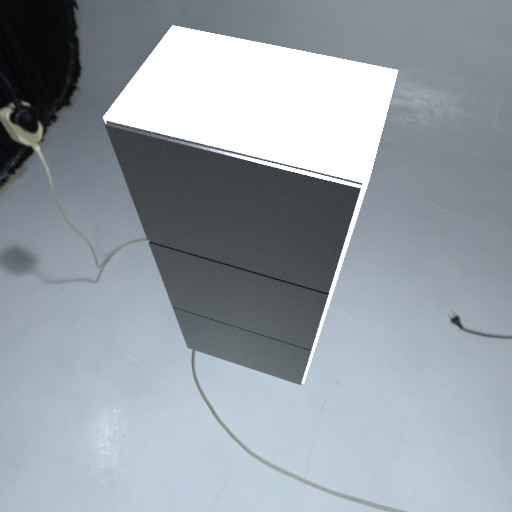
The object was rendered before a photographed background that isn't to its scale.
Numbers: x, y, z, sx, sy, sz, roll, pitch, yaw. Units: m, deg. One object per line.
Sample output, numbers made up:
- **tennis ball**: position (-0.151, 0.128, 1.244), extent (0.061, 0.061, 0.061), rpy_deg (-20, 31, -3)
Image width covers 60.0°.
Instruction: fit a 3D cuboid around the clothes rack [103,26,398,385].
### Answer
- **clothes rack**: position (0.000, 0.000, 1.366), extent (0.500, 1.187, 0.330), rpy_deg (16, 59, 10)
